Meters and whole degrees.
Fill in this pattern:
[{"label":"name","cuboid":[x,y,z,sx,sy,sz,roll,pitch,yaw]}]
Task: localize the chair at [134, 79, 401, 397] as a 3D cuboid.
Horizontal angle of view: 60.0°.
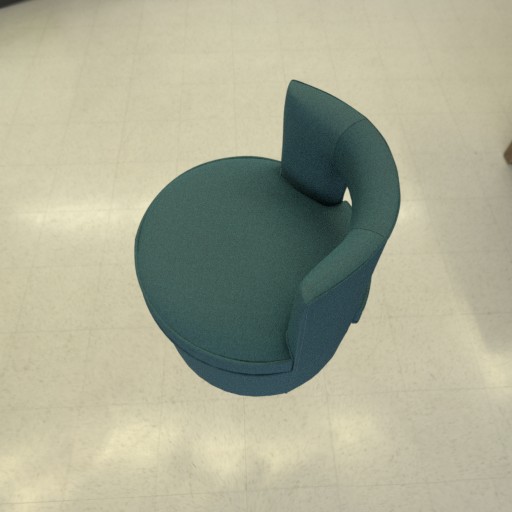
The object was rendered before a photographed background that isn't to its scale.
[{"label":"chair","cuboid":[0.000,0.000,1.270,0.660,0.711,0.684,0,58,0]}]
